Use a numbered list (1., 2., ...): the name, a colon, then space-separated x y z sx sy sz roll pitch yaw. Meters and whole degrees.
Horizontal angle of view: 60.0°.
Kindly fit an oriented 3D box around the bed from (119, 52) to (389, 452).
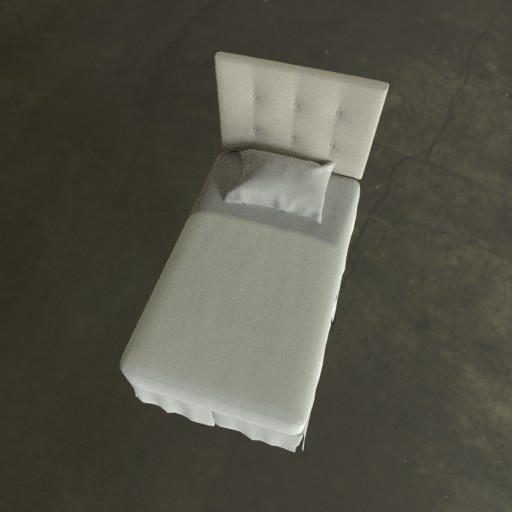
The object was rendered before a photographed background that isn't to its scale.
1. bed: 0.000 0.000 2.983 1.261 1.571 1.997 14 59 9
